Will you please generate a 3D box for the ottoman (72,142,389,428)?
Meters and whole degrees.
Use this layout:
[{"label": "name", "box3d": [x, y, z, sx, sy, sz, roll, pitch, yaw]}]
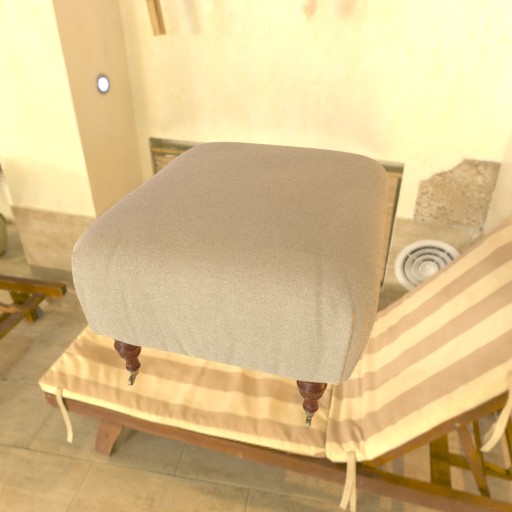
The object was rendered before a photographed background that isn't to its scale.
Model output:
[{"label": "ottoman", "box3d": [0.000, 0.000, 1.160, 0.622, 0.450, 0.746, 9, 32, 14]}]
